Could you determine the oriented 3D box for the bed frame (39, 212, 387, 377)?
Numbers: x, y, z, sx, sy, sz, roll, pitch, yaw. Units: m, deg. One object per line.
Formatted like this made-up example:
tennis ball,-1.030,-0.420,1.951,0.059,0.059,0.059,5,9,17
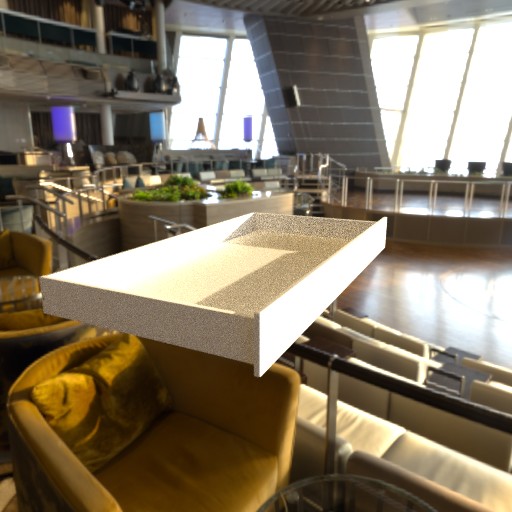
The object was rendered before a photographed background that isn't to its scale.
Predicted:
bed frame,0.000,0.000,1.598,0.670,0.141,1.300,7,16,26
